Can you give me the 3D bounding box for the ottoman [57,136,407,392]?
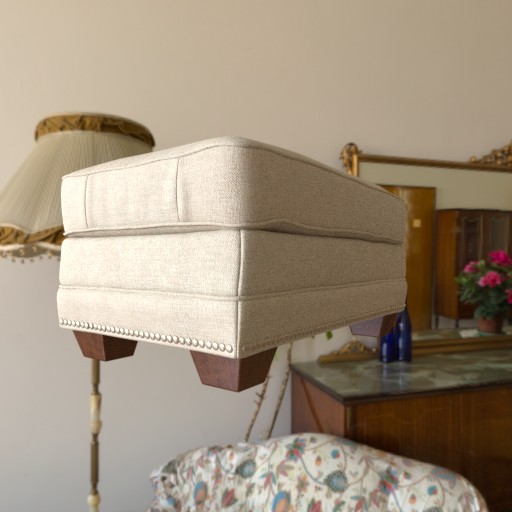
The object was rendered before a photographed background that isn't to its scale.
[{"bbox_3d":[0.000,0.000,1.152,0.559,0.458,0.813,0,0,37],"label":"ottoman"}]
